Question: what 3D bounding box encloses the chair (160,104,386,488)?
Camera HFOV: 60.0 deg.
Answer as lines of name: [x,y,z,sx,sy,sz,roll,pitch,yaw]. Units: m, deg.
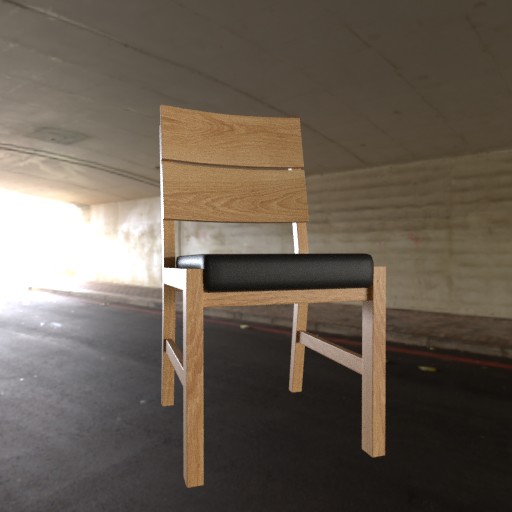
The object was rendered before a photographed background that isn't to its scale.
chair: [0.000,0.000,1.243,0.475,0.950,0.569,0,1,-18]
